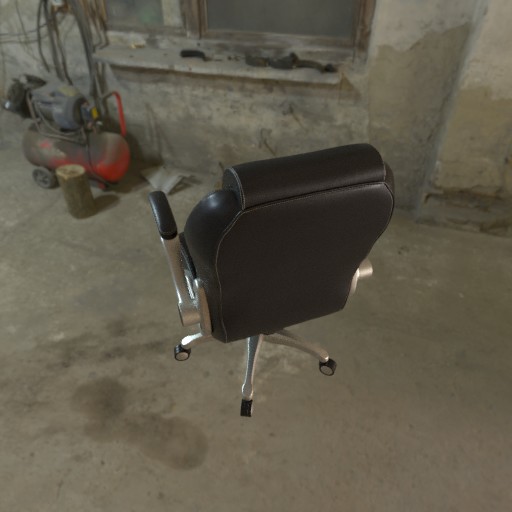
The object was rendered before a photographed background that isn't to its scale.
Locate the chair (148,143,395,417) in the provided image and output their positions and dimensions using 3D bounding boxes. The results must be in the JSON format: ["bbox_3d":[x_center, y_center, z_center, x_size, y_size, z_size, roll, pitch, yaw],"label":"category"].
[{"bbox_3d":[0.000,0.000,1.666,0.724,1.141,0.801,-13,42,-15],"label":"chair"}]
